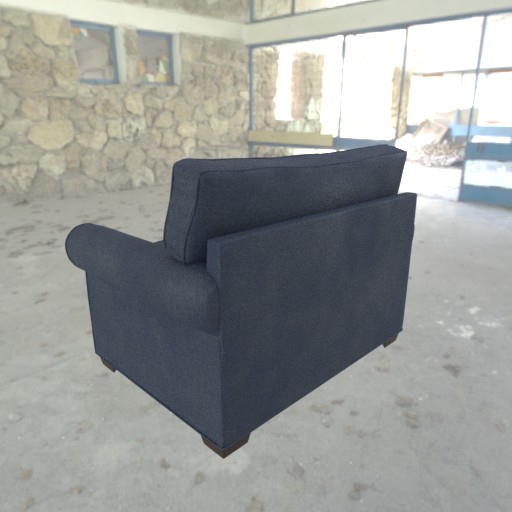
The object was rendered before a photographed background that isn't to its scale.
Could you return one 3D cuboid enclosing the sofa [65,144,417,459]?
[{"bbox_3d":[0.000,0.000,2.075,0.938,1.004,1.405,17,24,42],"label":"sofa"}]
